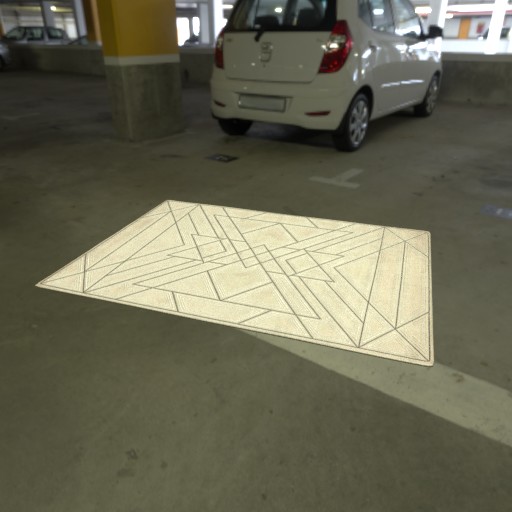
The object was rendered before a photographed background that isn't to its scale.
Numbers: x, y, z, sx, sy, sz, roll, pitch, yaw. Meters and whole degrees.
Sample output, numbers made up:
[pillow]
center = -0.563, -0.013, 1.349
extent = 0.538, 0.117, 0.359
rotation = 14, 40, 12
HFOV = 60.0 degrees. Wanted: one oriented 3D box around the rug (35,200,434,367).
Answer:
[rug]
center = 0.000, 0.000, 4.522
extent = 3.381, 0.026, 2.436
rotation = 9, 28, 17
